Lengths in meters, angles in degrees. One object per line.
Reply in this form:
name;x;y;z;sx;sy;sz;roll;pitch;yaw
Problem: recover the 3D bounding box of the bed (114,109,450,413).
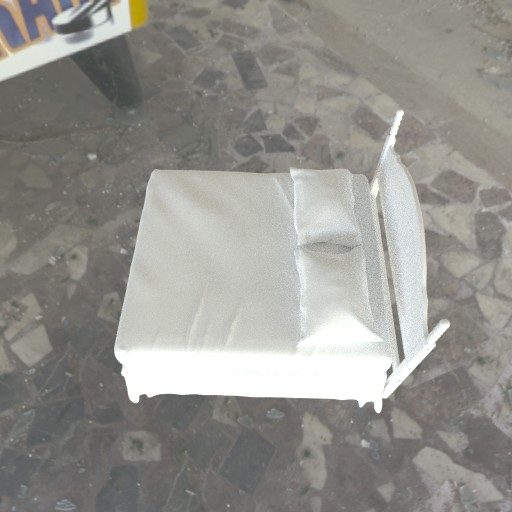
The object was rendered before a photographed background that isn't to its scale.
bed;0.000;0.000;3.244;2.040;1.356;1.873;2;58;1
